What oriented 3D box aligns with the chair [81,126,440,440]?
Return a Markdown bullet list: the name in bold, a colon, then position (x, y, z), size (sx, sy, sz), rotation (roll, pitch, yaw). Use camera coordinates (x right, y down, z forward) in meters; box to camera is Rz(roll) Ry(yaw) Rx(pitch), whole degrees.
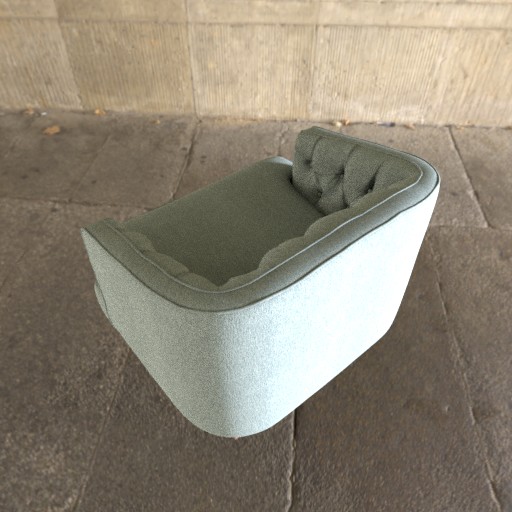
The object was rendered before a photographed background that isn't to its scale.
- **chair**: position (0.000, 0.000, 1.734), size (1.094, 0.852, 0.945), rotation (-30, 52, -27)
